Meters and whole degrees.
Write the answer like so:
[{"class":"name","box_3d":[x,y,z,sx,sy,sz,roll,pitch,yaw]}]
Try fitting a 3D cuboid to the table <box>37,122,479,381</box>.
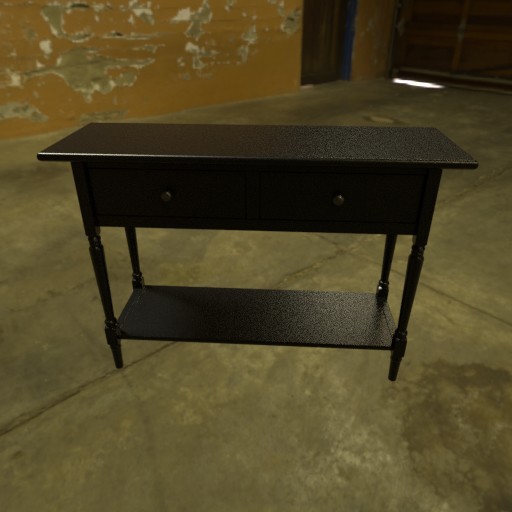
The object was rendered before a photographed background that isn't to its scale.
[{"class":"table","box_3d":[0.000,0.000,1.552,1.191,0.819,0.386,2,29,3]}]
